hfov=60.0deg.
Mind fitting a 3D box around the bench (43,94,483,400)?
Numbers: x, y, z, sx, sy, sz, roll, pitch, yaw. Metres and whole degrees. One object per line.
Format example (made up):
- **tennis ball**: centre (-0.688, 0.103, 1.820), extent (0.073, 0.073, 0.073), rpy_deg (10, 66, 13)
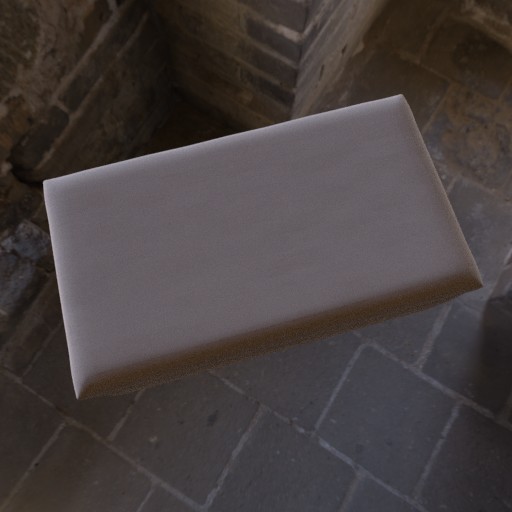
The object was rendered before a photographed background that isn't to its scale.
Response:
- **bench**: centre (0.000, 0.000, 1.170), extent (0.887, 0.449, 0.500), rpy_deg (-15, 75, -4)
